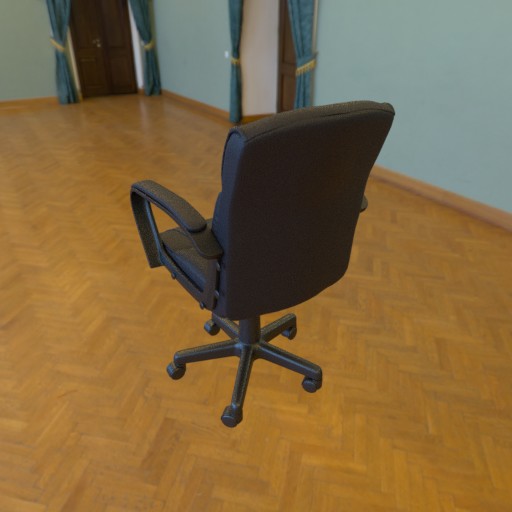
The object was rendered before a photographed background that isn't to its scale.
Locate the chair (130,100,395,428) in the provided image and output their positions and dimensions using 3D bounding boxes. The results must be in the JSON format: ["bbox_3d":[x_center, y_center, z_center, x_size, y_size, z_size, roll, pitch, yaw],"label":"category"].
[{"bbox_3d":[0.000,0.000,1.385,0.576,0.998,0.641,-18,34,-29],"label":"chair"}]
